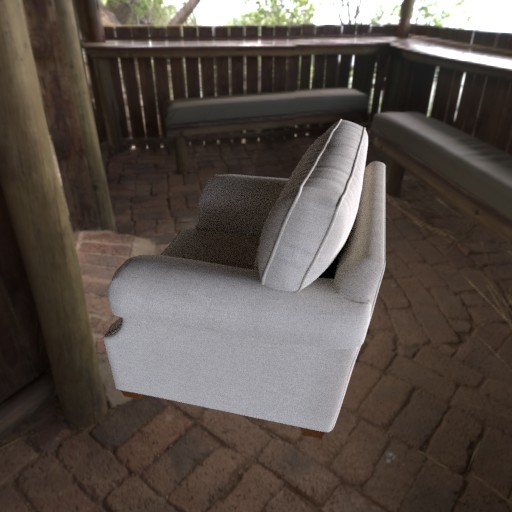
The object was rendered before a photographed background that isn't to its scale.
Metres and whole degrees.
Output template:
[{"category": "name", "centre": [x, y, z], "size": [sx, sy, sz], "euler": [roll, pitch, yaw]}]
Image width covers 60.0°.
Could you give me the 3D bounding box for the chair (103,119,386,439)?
[{"category": "chair", "centre": [0.000, 0.000, 1.843], "size": [0.965, 0.961, 1.092], "euler": [7, 31, 12]}]
